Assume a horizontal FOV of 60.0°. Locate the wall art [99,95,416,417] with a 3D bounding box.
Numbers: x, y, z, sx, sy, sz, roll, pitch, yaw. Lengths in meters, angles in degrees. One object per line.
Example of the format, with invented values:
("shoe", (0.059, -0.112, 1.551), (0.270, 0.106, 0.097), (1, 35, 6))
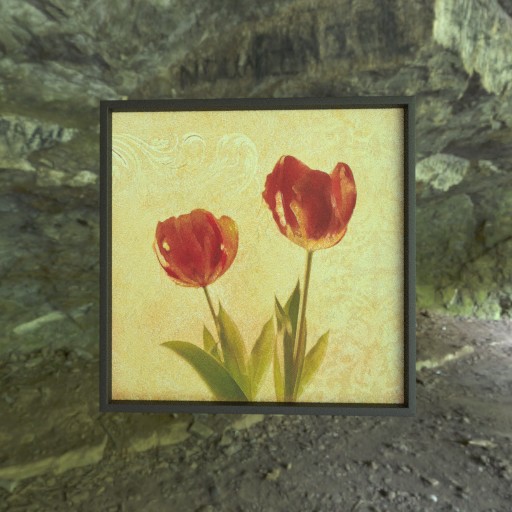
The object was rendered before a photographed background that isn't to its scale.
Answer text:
("wall art", (0.000, 0.000, 0.508), (0.349, 0.349, 0.038), (0, 0, 2))
